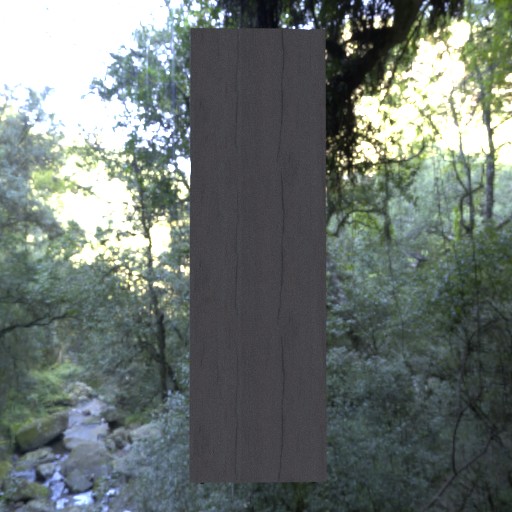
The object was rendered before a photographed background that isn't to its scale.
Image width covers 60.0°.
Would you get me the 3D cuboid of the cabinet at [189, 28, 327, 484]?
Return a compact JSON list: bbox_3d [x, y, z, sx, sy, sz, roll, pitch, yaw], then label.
[{"bbox_3d":[0.000,0.000,2.367,0.580,1.930,0.980,0,-1,-1],"label":"cabinet"}]
